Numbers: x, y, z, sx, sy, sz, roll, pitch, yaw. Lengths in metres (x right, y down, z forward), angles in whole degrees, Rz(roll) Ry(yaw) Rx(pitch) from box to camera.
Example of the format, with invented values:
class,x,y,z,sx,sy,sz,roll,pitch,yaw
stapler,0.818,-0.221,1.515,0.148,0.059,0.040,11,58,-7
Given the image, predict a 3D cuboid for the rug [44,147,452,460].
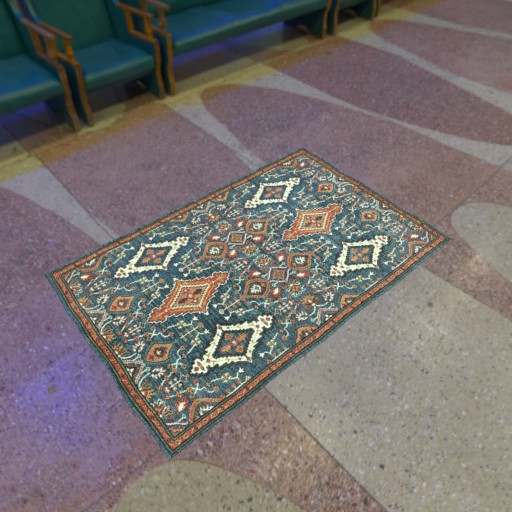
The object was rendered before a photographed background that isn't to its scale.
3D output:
class,x,y,z,sx,sy,sz,roll,pitch,yaw
rug,0.000,0.000,4.291,3.371,0.008,2.190,-31,54,-26
